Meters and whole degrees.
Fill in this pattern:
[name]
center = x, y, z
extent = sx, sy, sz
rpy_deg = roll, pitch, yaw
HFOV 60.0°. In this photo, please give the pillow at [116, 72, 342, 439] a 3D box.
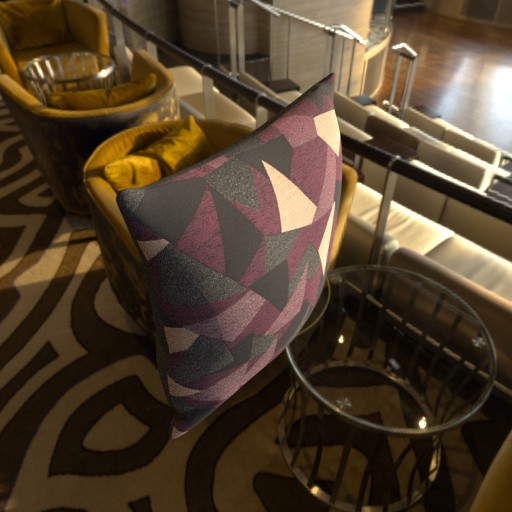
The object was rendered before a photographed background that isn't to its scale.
[pillow]
center = 0.000, 0.000, 0.764
extent = 0.208, 0.496, 0.503
rpy_deg = 24, 46, 26
